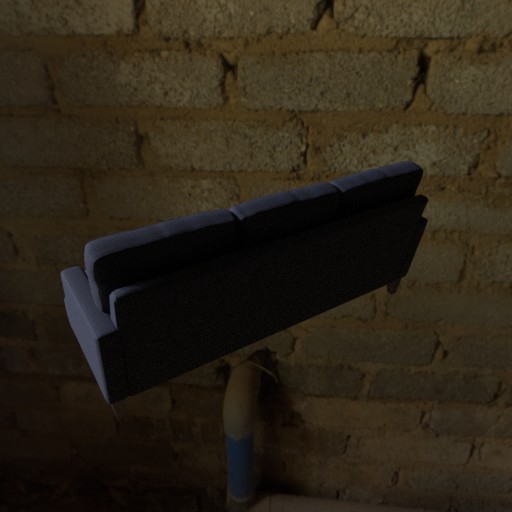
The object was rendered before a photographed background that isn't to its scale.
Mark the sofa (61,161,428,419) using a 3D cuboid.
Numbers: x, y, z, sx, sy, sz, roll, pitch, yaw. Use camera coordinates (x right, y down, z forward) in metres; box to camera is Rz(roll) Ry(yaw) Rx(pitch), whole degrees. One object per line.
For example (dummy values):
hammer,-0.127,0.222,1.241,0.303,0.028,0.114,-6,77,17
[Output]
sofa,0.000,0.000,2.679,2.115,0.984,0.888,-18,34,-29
